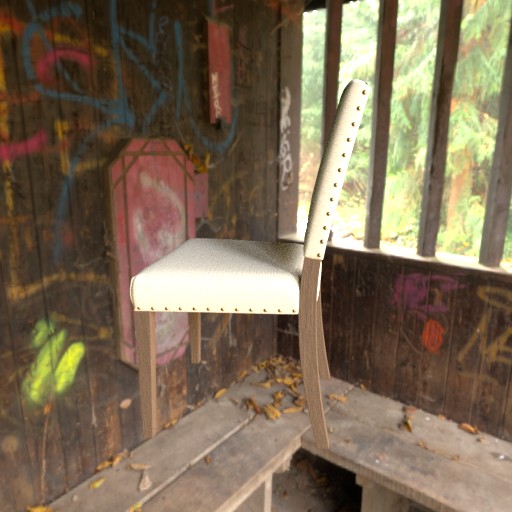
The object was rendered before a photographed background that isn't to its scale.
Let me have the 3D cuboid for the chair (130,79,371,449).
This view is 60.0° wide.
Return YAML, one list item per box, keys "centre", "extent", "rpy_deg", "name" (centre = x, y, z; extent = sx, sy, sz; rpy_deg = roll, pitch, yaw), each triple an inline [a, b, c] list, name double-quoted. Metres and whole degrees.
- centre: [0.000, 0.000, 1.382]
  extent: [0.619, 1.015, 0.508]
  rpy_deg: [2, 14, 9]
  name: "chair"
